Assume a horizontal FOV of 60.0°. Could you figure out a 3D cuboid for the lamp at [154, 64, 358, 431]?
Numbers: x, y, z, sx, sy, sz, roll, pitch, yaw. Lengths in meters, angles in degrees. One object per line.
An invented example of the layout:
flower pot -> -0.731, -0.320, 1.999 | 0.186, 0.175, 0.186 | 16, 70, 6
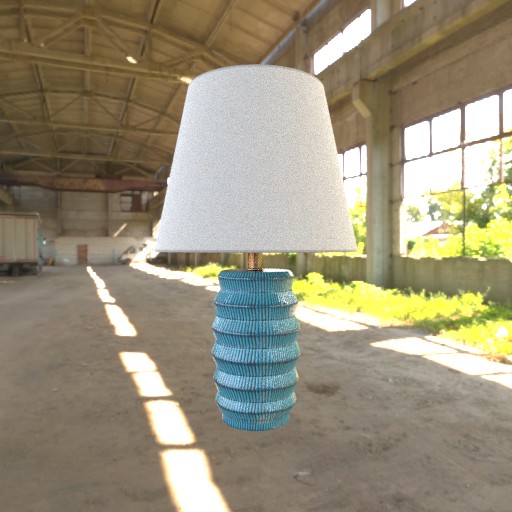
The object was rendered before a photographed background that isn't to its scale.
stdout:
lamp -> 0.000, 0.000, 0.792 | 0.355, 0.582, 0.355 | 0, 1, 0
